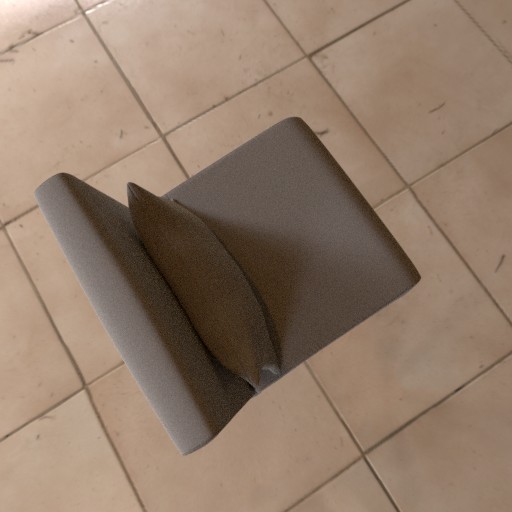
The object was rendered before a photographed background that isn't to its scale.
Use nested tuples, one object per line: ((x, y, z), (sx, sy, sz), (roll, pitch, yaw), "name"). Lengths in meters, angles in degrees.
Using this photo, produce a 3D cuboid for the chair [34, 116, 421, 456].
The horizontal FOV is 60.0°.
((0.000, 0.000, 1.484), (0.902, 0.808, 0.770), (-32, 78, -8), "chair")
